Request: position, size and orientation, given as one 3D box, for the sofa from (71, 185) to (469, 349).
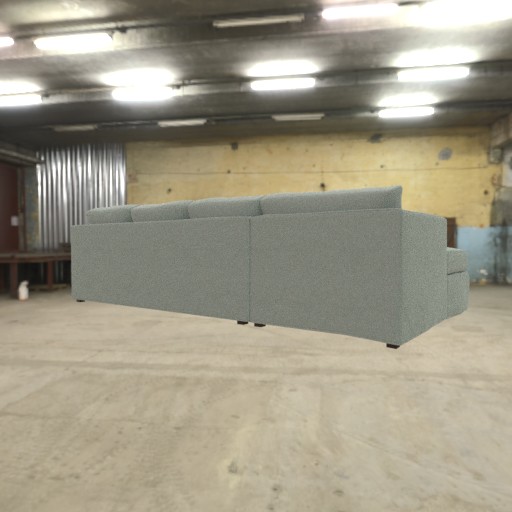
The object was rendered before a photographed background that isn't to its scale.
[{"bbox_3d":[0.000,0.000,3.910,3.205,0.922,1.650,1,2,37],"label":"sofa"}]
